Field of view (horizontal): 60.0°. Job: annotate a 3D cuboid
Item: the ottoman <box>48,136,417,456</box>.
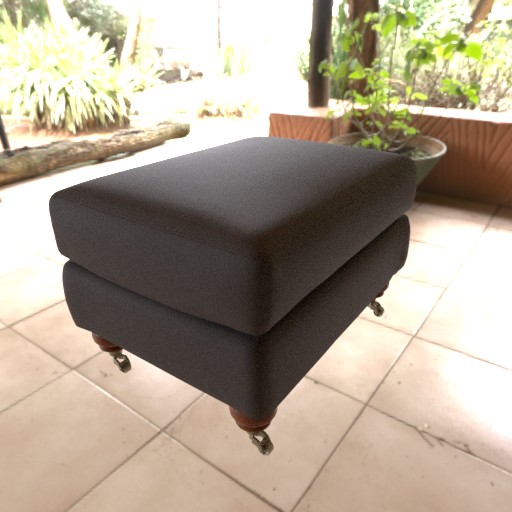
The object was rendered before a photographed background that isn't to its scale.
[{"bbox_3d":[0.000,0.000,1.134,0.574,0.497,0.773,17,30,31],"label":"ottoman"}]
